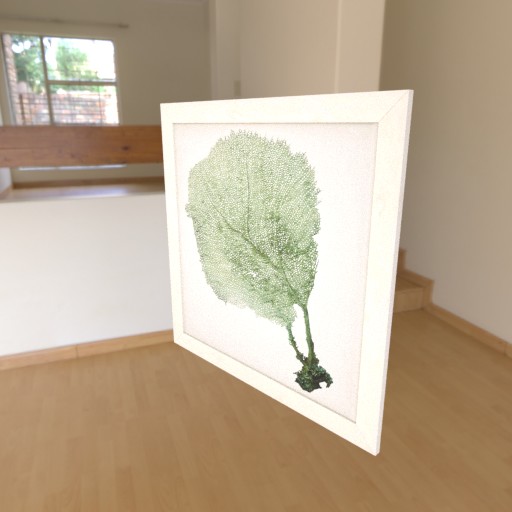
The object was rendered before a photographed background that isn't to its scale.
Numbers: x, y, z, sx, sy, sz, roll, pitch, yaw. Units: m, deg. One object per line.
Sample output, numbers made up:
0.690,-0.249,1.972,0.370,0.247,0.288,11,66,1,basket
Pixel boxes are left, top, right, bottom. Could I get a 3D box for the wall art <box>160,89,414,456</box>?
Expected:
0.000,0.000,0.874,0.584,0.584,0.013,16,23,42,wall art
